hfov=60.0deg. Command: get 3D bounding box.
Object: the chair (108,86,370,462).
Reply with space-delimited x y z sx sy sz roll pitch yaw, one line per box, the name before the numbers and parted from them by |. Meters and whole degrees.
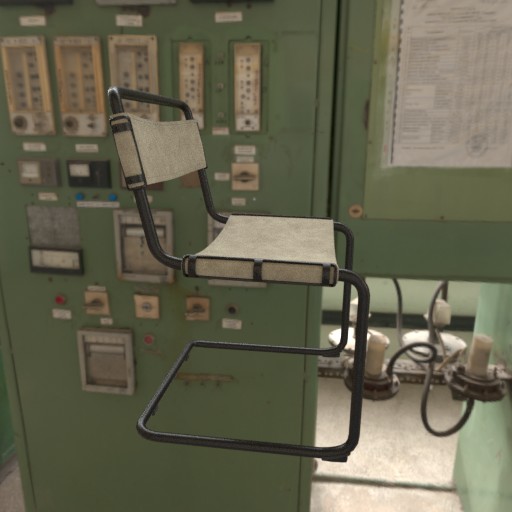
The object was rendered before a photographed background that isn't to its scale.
chair | 0.000 0.000 1.075 0.497 0.747 0.499 2 16 8
